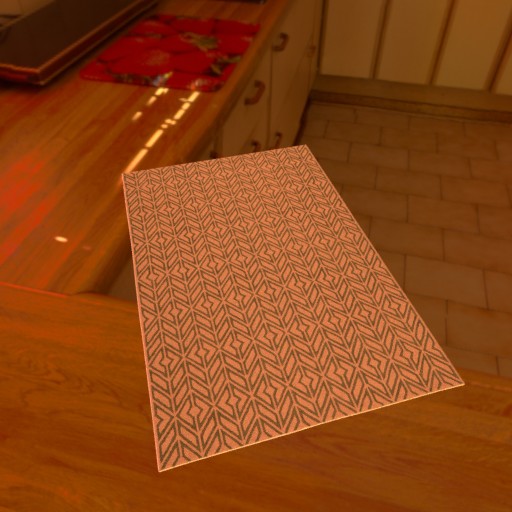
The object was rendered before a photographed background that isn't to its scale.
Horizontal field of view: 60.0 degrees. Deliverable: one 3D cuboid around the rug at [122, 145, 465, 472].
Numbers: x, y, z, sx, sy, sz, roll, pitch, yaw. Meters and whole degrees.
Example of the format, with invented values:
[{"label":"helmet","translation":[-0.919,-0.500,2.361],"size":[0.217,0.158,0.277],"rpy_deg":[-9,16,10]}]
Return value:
[{"label":"rug","translation":[0.000,0.000,2.268],"size":[1.220,0.007,1.828],"rpy_deg":[-11,47,-11]}]
